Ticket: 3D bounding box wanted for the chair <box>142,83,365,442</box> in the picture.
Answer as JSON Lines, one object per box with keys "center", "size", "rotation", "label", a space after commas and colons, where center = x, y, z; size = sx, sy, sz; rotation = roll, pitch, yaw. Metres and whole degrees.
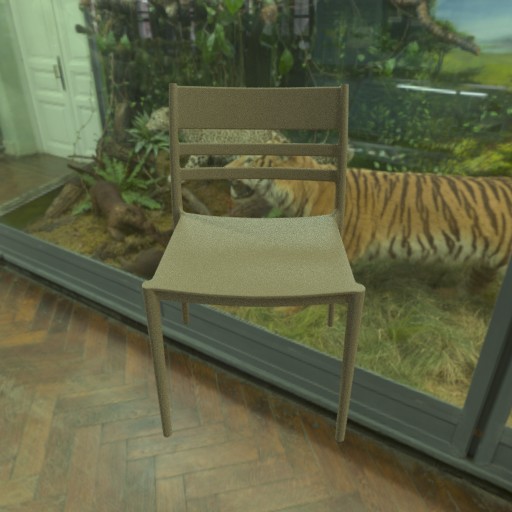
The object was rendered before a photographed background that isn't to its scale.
{"center": [0.000, 0.000, 1.168], "size": [0.531, 0.800, 0.511], "rotation": [1, 29, 1], "label": "chair"}
